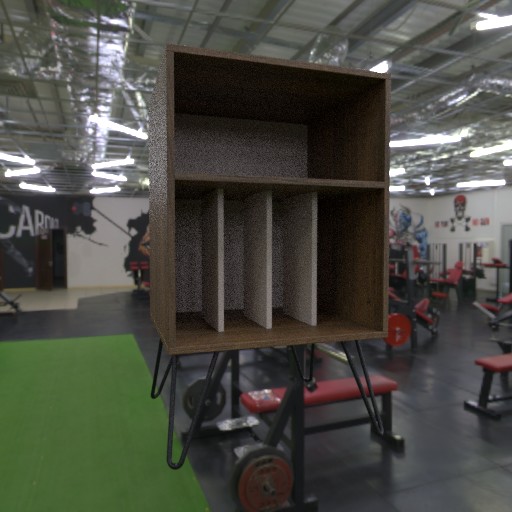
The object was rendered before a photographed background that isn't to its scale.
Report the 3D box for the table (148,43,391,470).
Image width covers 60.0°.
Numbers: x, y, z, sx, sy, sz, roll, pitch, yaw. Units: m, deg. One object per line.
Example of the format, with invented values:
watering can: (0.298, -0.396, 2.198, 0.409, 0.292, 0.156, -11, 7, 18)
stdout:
table: (0.000, 0.000, 1.187, 0.526, 0.866, 0.457, -1, 2, -18)
